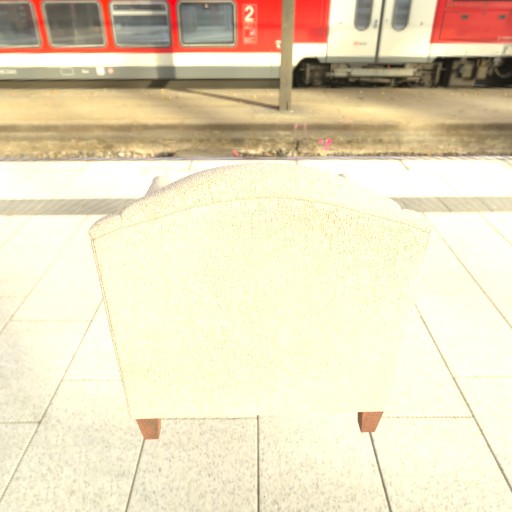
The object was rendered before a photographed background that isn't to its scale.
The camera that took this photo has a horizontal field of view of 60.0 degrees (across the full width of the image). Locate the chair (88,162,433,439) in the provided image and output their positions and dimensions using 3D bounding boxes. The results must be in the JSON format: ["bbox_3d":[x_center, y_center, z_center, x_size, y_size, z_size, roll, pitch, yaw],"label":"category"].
[{"bbox_3d":[0.000,0.000,1.436,0.763,0.839,0.787,-1,31,-2],"label":"chair"}]
